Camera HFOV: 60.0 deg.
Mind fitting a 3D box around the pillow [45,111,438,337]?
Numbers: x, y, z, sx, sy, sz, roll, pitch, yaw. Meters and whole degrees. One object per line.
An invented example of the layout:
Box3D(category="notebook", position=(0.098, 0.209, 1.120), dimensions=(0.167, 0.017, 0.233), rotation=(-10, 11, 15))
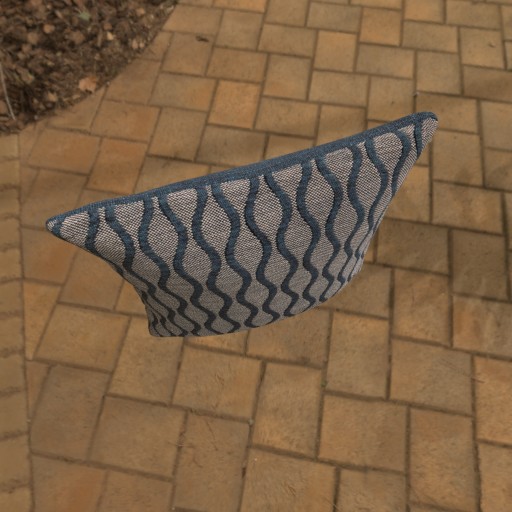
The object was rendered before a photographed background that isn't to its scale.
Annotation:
Box3D(category="pillow", position=(0.000, 0.000, 0.655), dimensions=(0.435, 0.435, 0.159), rotation=(-18, 67, -8))
